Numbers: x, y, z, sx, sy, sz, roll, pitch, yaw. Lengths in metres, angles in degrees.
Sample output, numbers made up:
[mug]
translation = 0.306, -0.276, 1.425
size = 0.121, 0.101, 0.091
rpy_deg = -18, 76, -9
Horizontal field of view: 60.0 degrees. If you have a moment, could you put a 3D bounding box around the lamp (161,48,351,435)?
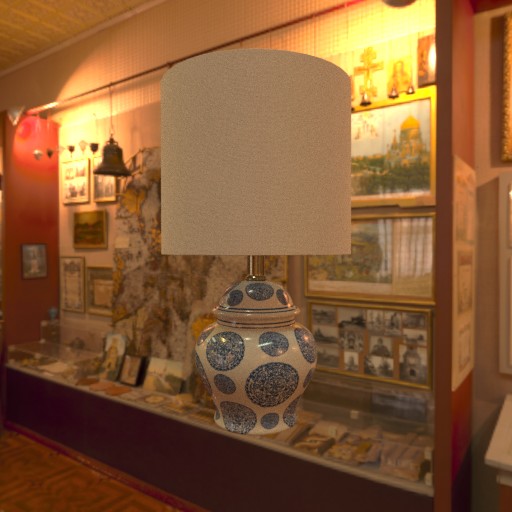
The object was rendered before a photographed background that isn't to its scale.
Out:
[lamp]
translation = 0.000, 0.000, 0.513
size = 0.215, 0.381, 0.215
rpy_deg = 1, 1, 37
